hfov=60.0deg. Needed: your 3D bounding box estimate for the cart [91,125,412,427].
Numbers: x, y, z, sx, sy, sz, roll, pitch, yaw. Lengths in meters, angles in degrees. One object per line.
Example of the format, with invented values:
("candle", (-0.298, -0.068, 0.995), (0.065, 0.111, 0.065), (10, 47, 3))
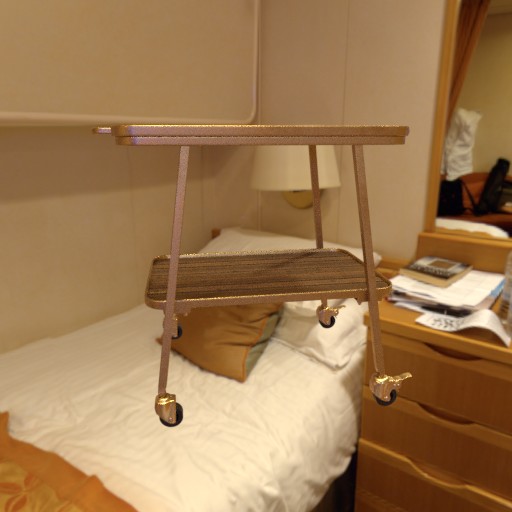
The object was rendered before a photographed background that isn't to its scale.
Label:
("cart", (0.000, 0.000, 1.251), (0.806, 0.700, 0.524), (-3, 16, -9))
